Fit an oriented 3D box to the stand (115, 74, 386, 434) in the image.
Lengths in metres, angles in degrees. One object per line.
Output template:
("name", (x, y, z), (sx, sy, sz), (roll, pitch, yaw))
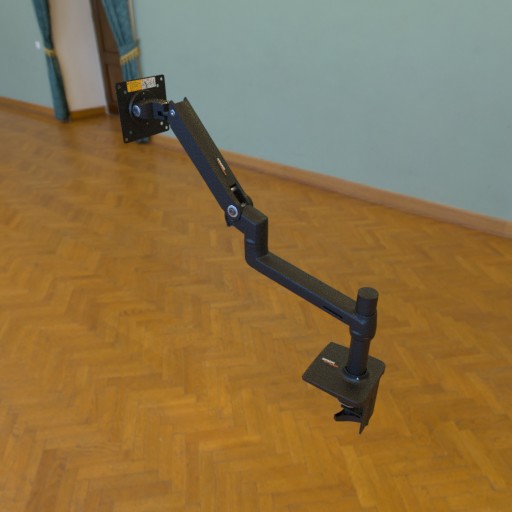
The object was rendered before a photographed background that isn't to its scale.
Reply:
("stand", (0.000, 0.000, 1.027), (0.650, 0.713, 0.152), (20, 36, 30))
